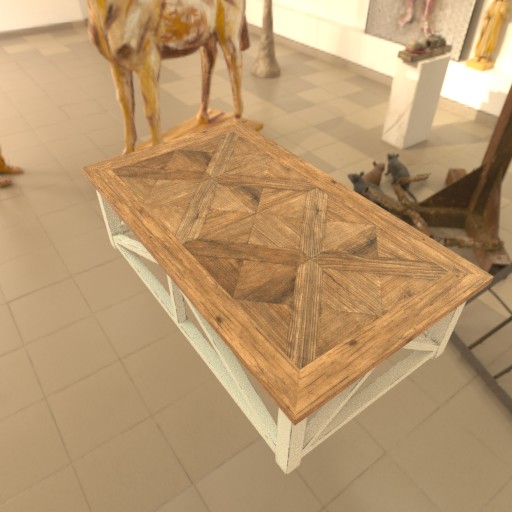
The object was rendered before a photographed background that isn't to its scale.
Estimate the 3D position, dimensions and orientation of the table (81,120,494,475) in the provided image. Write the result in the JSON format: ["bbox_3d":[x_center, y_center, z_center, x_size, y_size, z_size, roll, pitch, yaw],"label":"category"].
[{"bbox_3d":[0.000,0.000,1.752,0.800,0.410,1.400,-26,47,-26],"label":"table"}]
